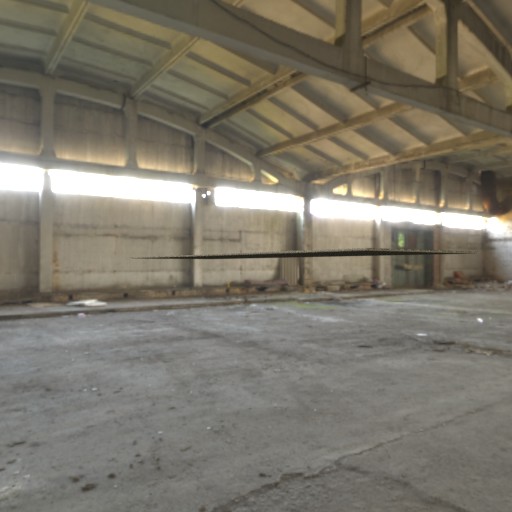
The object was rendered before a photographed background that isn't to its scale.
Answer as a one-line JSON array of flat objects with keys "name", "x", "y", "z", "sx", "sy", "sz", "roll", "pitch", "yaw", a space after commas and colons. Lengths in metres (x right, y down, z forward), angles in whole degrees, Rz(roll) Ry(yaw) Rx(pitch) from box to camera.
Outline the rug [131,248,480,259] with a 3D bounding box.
[{"name": "rug", "x": 0.000, "y": 0.000, "z": 2.766, "sx": 0.750, "sy": 0.009, "sz": 2.435, "roll": 1, "pitch": -1, "yaw": -35}]
